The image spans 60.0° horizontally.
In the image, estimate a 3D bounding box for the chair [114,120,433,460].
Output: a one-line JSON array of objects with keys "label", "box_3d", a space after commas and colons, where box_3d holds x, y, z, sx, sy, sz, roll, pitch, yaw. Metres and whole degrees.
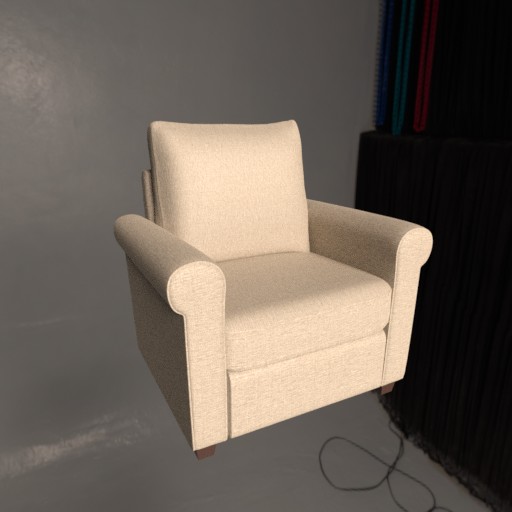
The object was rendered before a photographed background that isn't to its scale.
[{"label": "chair", "box_3d": [0.000, 0.000, 2.315, 1.275, 1.349, 1.180, -9, 20, -26]}]
